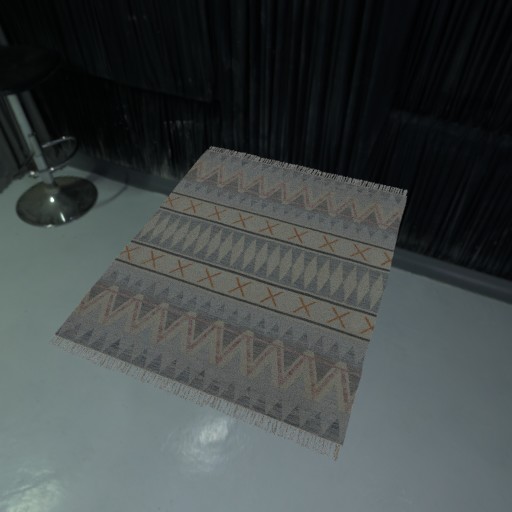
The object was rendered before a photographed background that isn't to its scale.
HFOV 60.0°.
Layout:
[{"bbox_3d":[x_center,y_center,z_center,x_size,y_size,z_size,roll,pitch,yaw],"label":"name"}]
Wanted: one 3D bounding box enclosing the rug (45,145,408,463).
[{"bbox_3d":[0.000,0.000,4.100,2.371,0.012,3.000,16,49,15],"label":"rug"}]
